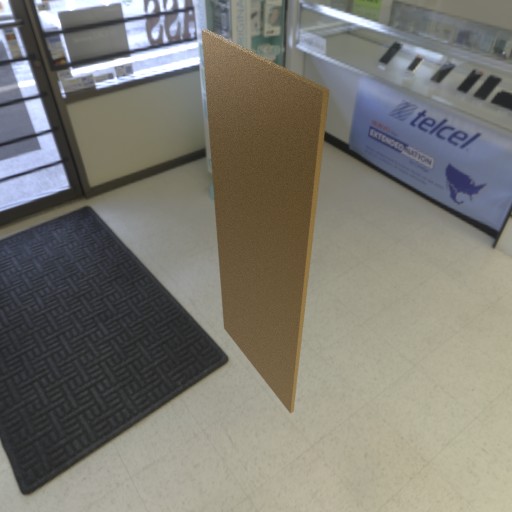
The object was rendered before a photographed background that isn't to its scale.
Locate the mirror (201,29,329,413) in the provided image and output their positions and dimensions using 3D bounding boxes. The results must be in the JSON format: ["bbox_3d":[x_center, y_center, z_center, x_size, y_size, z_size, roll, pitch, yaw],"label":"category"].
[{"bbox_3d":[0.000,0.000,2.350,0.025,2.031,0.812,-24,47,-24],"label":"mirror"}]
